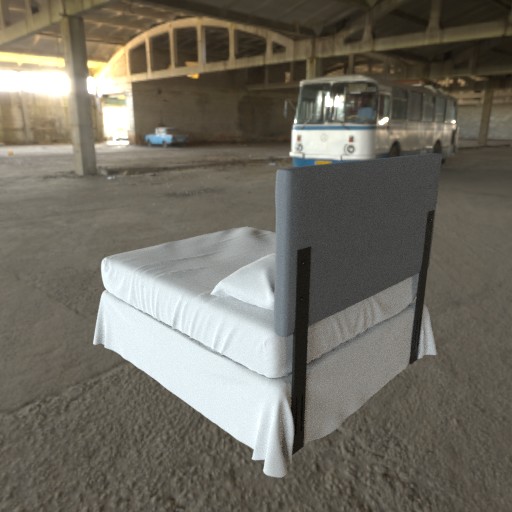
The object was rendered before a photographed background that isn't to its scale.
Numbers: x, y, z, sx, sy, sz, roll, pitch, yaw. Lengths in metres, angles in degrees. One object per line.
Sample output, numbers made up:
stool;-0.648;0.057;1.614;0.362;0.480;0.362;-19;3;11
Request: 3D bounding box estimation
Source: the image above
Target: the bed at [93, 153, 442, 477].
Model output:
bed;0.000;0.000;3.439;1.936;1.577;2.222;-16;23;-42
